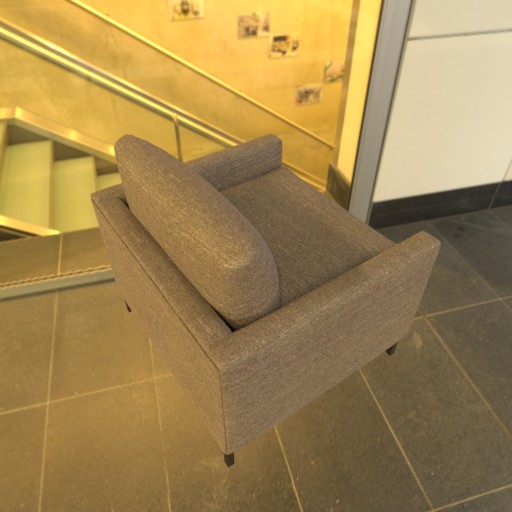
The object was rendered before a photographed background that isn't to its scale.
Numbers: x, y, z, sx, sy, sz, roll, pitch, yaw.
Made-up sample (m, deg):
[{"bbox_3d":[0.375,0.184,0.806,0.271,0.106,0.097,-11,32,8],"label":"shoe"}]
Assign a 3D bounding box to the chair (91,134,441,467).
[{"bbox_3d":[0.000,0.000,1.626,0.845,0.841,0.940,-25,48,-25],"label":"chair"}]
